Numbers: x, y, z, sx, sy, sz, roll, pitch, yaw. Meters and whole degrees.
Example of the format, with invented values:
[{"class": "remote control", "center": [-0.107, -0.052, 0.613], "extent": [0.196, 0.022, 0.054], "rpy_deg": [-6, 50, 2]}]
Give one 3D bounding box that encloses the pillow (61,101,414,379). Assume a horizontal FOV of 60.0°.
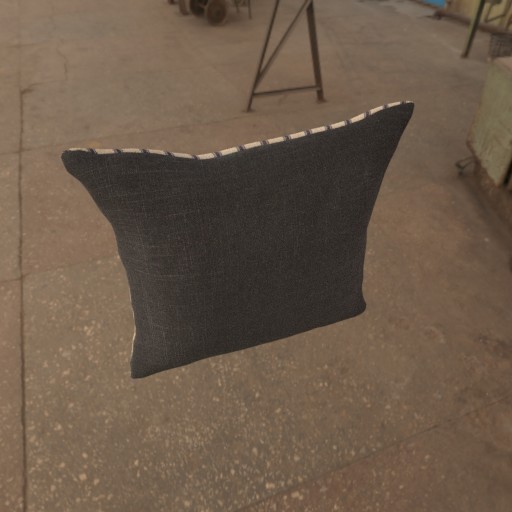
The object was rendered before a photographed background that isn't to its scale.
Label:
[{"class": "pillow", "center": [0.000, 0.000, 0.696], "extent": [0.468, 0.444, 0.138], "rpy_deg": [-13, 43, -14]}]
